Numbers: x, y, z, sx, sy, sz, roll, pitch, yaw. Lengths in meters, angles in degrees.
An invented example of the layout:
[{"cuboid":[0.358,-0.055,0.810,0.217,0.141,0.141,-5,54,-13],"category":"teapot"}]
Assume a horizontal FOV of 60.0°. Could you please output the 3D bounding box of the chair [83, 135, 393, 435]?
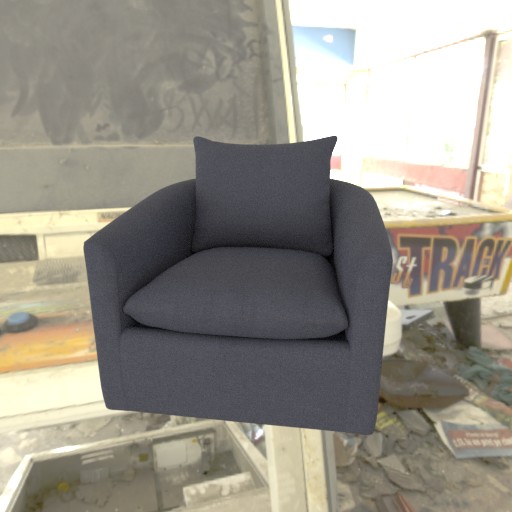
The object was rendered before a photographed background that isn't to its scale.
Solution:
[{"cuboid":[0.000,0.000,1.618,0.845,0.848,0.910,2,16,9],"category":"chair"}]
